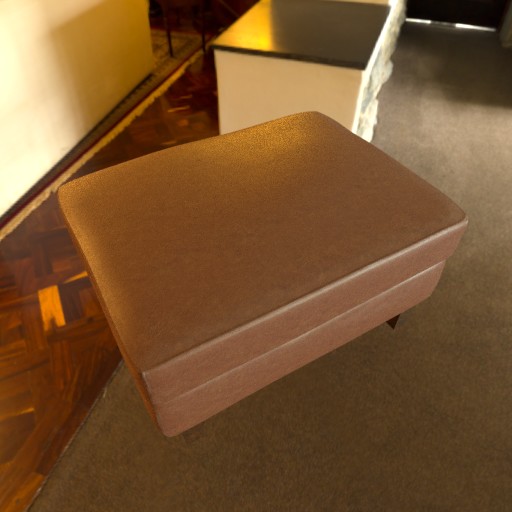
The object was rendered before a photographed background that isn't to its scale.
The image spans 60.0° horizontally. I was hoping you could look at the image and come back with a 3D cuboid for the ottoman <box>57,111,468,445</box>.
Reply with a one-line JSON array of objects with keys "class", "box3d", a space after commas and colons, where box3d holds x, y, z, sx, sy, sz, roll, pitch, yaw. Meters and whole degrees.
[{"class": "ottoman", "box3d": [0.000, 0.000, 1.226, 0.851, 0.485, 0.650, -23, 49, -21]}]
